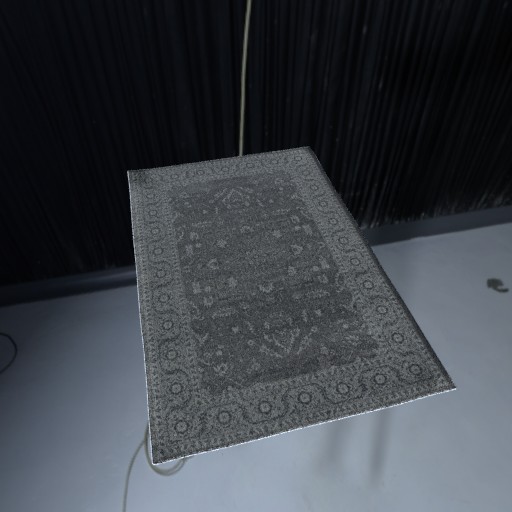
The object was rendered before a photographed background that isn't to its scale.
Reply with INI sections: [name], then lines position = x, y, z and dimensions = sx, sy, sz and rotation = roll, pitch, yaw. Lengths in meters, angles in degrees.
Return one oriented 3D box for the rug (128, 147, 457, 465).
[rug]
position = 0.000, 0.000, 2.281
dimensions = 1.209, 0.019, 1.828
rotation = -10, 47, -10
